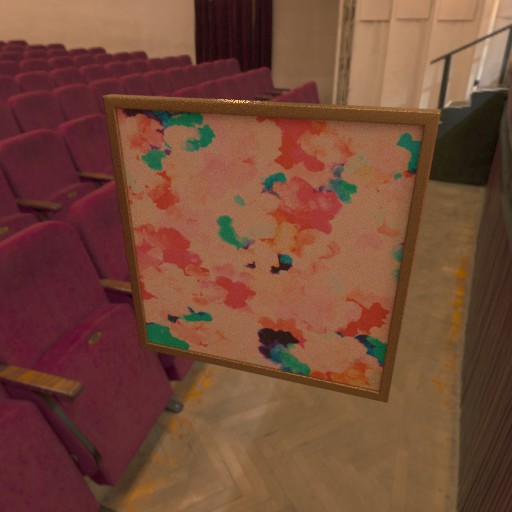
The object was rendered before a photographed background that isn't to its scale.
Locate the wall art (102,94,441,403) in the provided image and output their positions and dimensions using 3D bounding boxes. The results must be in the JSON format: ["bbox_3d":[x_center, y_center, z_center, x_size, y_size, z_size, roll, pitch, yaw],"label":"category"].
[{"bbox_3d":[0.000,0.000,1.155,0.767,0.765,0.036,8,28,16],"label":"wall art"}]
